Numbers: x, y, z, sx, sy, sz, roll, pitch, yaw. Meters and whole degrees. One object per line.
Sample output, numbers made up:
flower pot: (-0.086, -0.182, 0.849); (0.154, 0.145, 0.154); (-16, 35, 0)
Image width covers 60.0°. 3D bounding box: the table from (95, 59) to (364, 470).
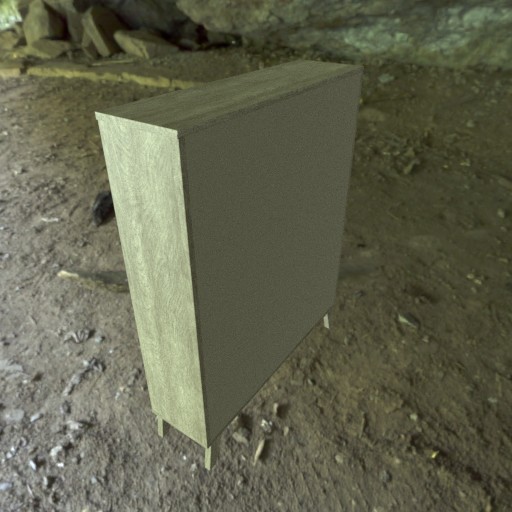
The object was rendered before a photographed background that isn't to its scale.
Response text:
table: (0.000, 0.000, 1.542); (0.256, 1.135, 0.902); (20, 38, 29)
